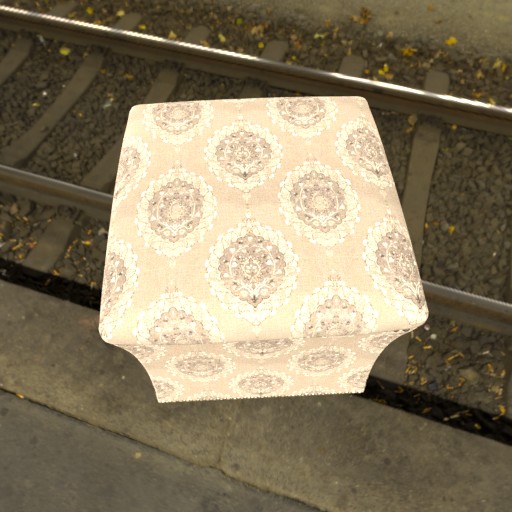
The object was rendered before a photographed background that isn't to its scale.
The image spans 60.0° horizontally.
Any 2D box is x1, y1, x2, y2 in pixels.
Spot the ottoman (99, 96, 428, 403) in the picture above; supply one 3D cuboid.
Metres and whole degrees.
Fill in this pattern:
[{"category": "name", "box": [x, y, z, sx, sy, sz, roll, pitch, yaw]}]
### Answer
[{"category": "ottoman", "box": [0.000, 0.000, 0.927, 0.497, 0.473, 0.507, -2, 58, -2]}]
